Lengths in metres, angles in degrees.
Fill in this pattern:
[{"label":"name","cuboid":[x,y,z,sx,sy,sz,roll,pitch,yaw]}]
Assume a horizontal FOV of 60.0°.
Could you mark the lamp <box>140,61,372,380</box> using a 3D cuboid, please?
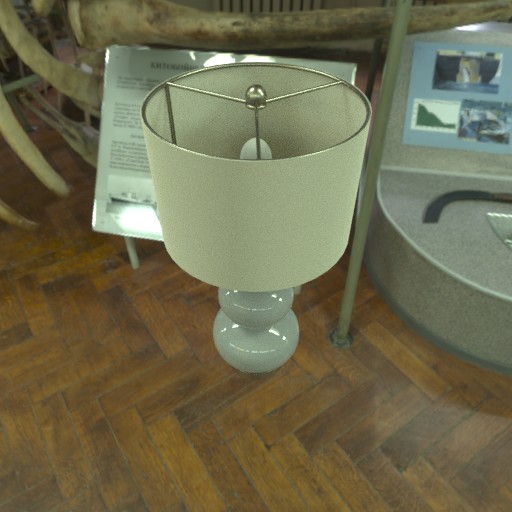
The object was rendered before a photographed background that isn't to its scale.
[{"label":"lamp","cuboid":[0.000,0.000,0.943,0.367,0.730,0.367,-14,44,-14]}]
